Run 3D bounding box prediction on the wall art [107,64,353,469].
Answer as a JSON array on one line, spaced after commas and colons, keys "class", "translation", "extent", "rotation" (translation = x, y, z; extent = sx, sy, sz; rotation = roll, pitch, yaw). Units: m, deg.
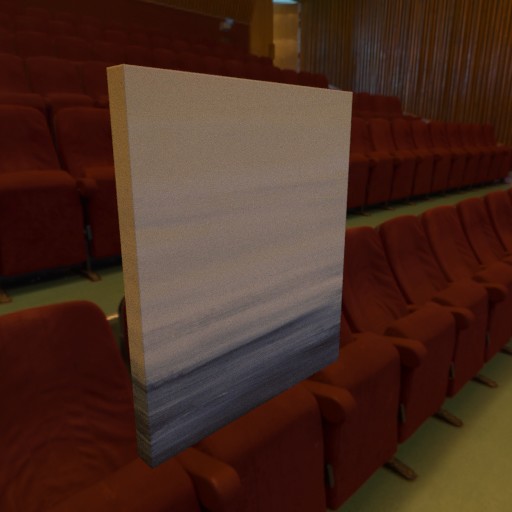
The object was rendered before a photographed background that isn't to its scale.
[{"class": "wall art", "translation": [0.000, 0.000, 0.697], "extent": [0.435, 0.511, 0.037], "rotation": [-15, 21, -43]}]
